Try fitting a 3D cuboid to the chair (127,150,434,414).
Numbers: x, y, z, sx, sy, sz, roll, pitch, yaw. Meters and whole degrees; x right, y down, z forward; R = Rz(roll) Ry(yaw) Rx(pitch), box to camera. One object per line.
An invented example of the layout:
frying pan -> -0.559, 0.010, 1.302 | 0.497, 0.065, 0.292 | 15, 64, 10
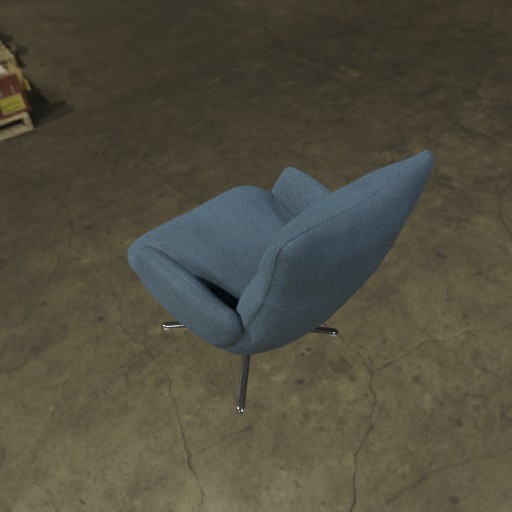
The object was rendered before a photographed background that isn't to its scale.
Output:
chair -> 0.000, 0.000, 1.570 | 0.711, 1.016, 0.889 | -32, 54, -27
